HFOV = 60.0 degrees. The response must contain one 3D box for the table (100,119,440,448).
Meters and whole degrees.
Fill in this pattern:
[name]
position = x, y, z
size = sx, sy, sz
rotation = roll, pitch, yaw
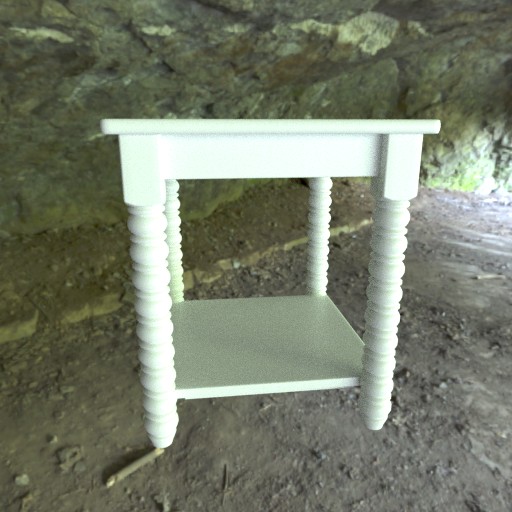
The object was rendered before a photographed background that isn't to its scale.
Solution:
[table]
position = 0.000, 0.000, 0.967
size = 0.500, 0.563, 0.533
rotation = -2, 16, -7
